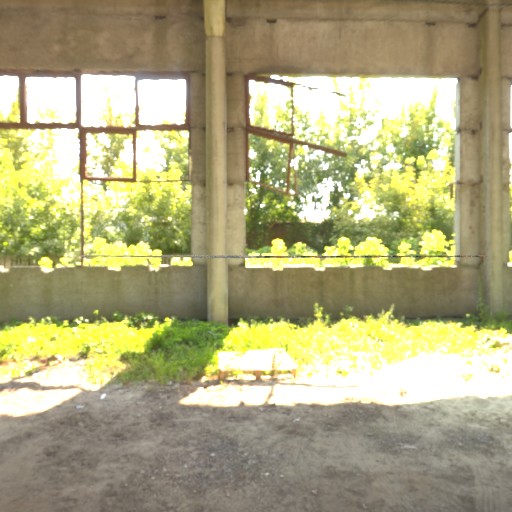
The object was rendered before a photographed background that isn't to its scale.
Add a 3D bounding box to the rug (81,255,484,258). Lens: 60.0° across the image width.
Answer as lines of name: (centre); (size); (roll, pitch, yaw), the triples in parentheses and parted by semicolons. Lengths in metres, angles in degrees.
rug: (0.000, 0.000, 2.270); (1.278, 0.009, 1.730); (0, 0, -36)
